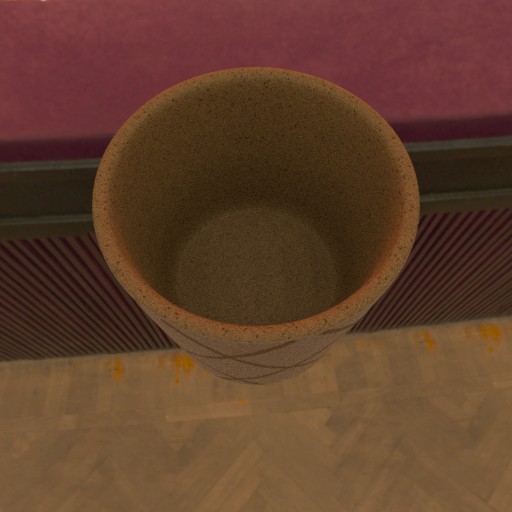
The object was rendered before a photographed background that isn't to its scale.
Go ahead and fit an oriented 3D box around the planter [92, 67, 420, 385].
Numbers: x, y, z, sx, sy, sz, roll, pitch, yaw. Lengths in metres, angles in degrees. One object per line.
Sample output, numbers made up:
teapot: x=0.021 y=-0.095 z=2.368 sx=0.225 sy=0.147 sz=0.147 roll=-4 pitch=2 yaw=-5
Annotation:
planter: x=0.000 y=0.000 z=0.349 sx=0.191 sy=0.199 sz=0.191 roll=0 pitch=64 yaw=0
